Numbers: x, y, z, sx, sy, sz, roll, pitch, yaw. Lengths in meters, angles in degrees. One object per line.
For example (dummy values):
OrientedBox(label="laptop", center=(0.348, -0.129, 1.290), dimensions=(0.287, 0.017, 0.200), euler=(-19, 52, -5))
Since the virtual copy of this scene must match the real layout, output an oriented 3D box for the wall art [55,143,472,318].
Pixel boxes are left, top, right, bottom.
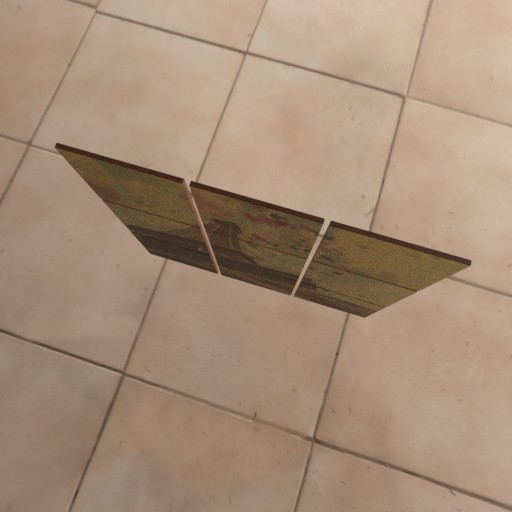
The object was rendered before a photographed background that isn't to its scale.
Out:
OrientedBox(label="wall art", center=(0.000, 0.000, 1.885), dimensions=(1.256, 1.246, 0.017), euler=(16, 76, 4))
